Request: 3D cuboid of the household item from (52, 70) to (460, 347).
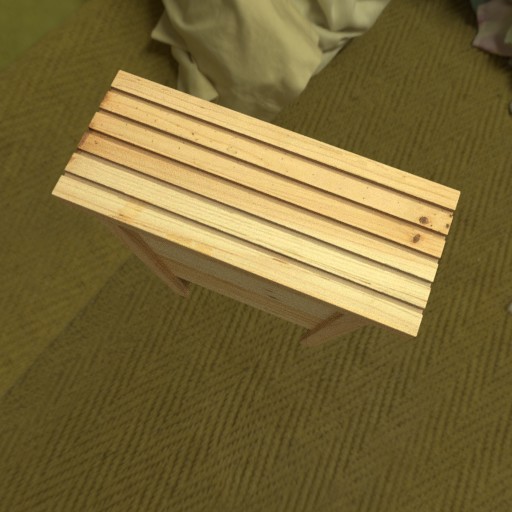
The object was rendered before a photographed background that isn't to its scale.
[{"bbox_3d":[0.000,0.000,0.548,0.301,0.407,0.123,21,77,5],"label":"household item"}]
